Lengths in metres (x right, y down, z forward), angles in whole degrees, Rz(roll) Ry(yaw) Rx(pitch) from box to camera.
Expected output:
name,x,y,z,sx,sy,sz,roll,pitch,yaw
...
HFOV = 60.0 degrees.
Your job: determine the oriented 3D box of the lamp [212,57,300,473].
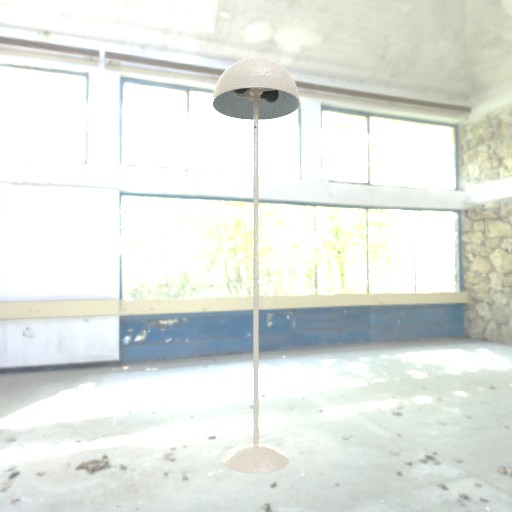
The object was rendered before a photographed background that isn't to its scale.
name,x,y,z,sx,sy,sz,roll,pitch,yaw
lamp,0.000,0.000,1.645,0.328,1.480,0.328,1,-2,-18
